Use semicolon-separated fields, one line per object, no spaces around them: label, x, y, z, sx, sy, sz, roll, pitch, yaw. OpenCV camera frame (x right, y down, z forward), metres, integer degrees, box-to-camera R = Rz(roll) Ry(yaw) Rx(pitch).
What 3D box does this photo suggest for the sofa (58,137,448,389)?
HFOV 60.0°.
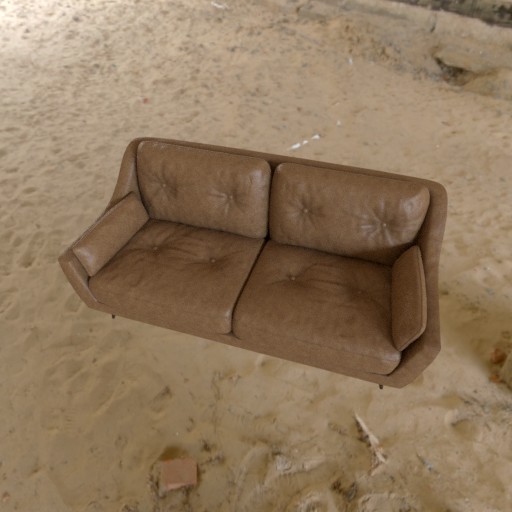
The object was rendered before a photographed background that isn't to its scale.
sofa;0.000;0.000;2.433;1.902;0.839;0.904;12;43;13
